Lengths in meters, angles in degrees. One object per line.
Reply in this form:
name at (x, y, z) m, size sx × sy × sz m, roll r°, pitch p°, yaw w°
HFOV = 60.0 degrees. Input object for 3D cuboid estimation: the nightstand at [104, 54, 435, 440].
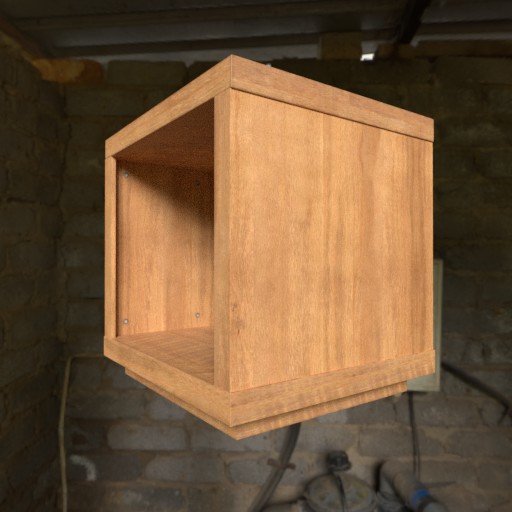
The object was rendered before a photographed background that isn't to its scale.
nightstand at (0.000, 0.000, 0.865) m, size 0.436 × 0.491 × 0.493 m, roll 0°, pitch 0°, yaw -36°
